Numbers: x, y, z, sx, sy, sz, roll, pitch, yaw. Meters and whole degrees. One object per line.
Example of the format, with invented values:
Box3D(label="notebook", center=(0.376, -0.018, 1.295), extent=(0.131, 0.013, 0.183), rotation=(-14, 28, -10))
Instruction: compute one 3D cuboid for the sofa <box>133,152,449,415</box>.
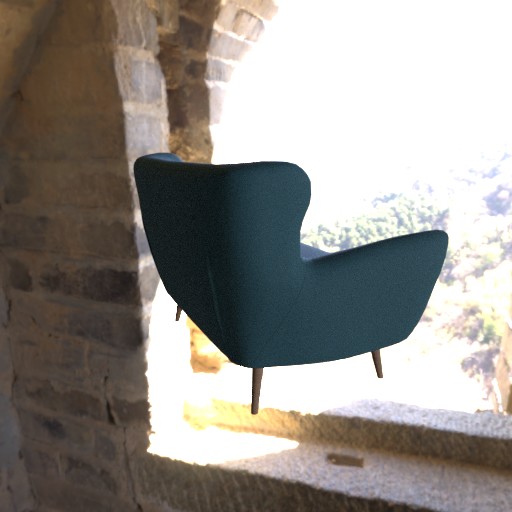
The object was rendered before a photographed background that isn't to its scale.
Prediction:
Box3D(label="sofa", center=(0.000, 0.000, 1.997), extent=(0.889, 0.889, 1.397), rotation=(-7, 16, -26))
